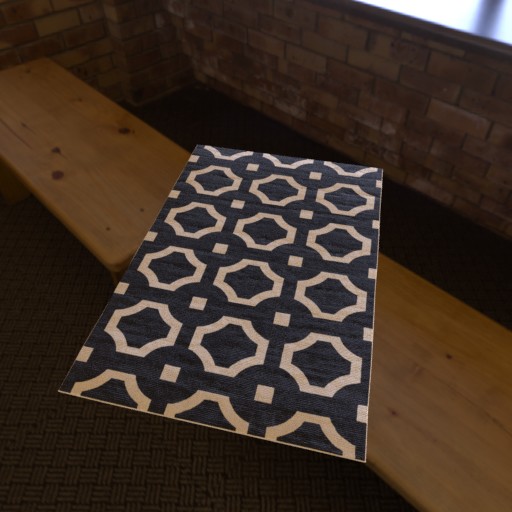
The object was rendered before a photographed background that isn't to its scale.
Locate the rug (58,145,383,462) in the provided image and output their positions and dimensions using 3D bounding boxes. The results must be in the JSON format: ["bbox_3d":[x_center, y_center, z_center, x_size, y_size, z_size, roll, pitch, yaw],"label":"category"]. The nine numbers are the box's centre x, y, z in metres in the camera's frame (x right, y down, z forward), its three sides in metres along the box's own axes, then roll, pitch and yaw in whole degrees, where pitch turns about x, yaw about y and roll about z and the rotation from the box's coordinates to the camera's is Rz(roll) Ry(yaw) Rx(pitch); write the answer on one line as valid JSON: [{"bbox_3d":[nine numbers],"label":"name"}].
[{"bbox_3d":[0.000,0.000,2.900,1.555,0.016,2.286,10,48,9],"label":"rug"}]
